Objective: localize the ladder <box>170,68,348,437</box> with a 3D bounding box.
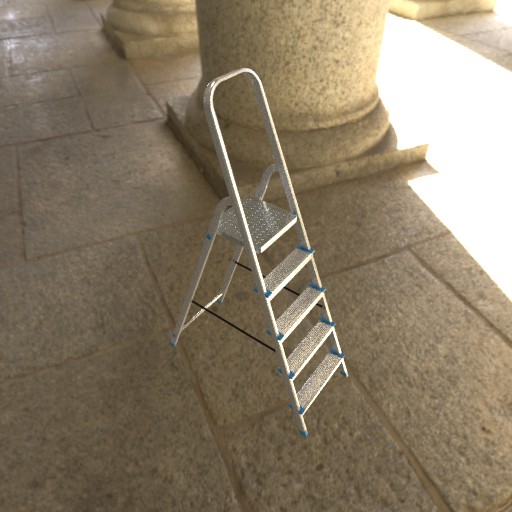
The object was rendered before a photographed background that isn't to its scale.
[{"bbox_3d":[0.000,0.000,2.102,0.990,1.648,0.468,26,48,27],"label":"ladder"}]
